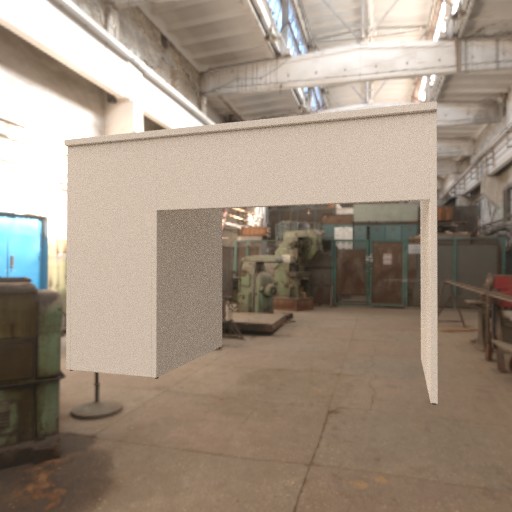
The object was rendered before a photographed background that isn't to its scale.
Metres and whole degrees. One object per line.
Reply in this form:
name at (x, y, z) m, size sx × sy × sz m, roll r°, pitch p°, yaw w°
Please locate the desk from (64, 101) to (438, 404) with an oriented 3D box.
desk at (0.000, 0.000, 1.497) m, size 1.097 × 0.735 × 0.560 m, roll 0°, pitch -1°, yaw 18°
